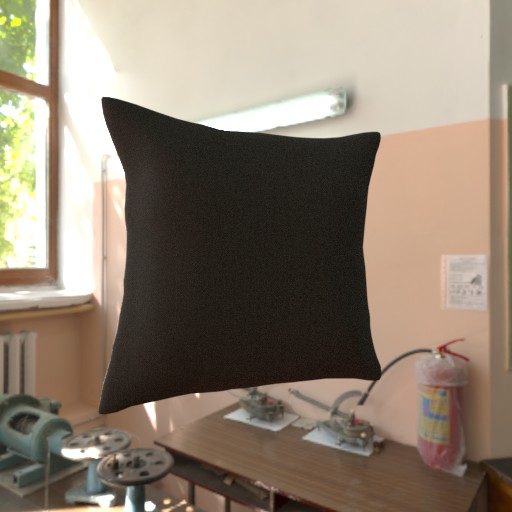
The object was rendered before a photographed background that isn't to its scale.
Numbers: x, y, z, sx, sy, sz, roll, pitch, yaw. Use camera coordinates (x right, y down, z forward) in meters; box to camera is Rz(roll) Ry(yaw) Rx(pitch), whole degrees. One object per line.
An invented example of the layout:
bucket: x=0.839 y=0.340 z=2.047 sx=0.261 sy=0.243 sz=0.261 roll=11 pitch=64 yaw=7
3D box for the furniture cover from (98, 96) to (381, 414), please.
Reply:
furniture cover: x=0.000 y=0.000 z=0.783 sx=0.525 sy=0.498 sz=0.180 roll=0 pitch=0 yaw=-20
